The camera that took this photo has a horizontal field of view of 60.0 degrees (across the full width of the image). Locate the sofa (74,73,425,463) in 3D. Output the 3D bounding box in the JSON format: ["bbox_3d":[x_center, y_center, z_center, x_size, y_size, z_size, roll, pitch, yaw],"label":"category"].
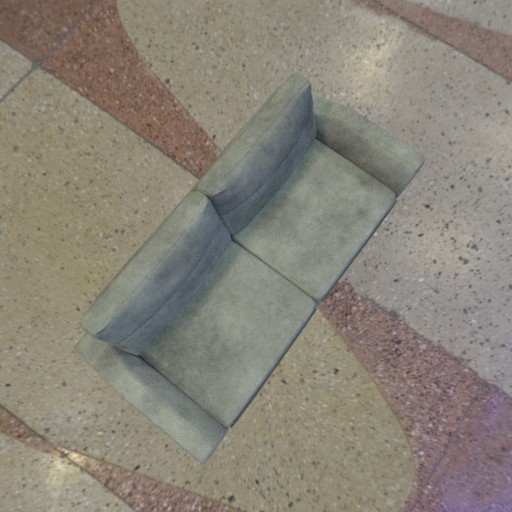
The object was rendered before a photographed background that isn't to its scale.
[{"bbox_3d":[0.000,0.000,2.312,0.849,0.859,1.837,36,78,9],"label":"sofa"}]
